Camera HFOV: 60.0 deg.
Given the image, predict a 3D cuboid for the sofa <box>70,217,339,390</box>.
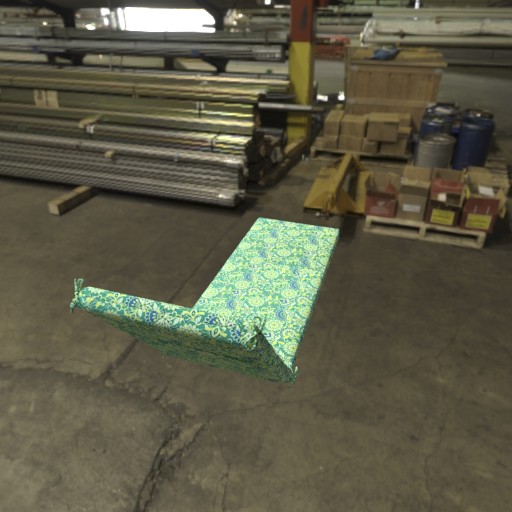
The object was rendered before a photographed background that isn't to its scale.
[{"bbox_3d":[0.000,0.000,1.933,0.582,0.622,1.663,10,33,16],"label":"sofa"}]
